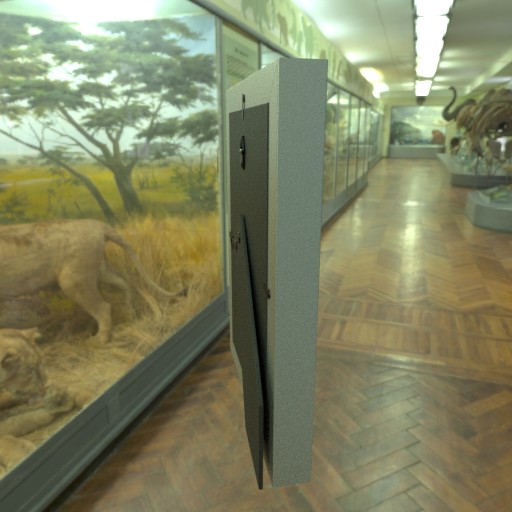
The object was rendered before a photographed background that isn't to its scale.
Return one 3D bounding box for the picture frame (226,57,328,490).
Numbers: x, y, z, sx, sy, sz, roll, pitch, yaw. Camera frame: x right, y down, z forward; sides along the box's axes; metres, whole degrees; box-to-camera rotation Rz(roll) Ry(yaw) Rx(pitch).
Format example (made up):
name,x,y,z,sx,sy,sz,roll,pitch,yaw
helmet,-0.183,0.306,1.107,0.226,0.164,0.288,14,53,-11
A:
name,x,y,z,sx,sy,sz,roll,pitch,yaw
picture frame,0.000,0.000,0.279,0.028,0.208,0.157,-3,16,-11
